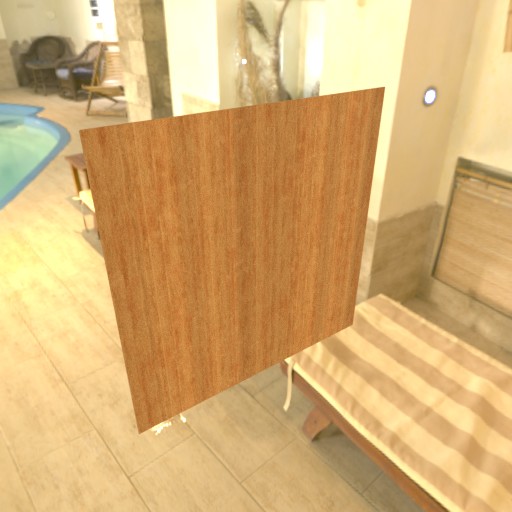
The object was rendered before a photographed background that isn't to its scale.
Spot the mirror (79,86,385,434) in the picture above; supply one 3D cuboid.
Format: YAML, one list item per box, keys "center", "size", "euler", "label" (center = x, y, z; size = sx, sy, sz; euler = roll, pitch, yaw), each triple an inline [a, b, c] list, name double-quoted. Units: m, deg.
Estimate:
- center: [0.000, 0.000, 0.973]
  size: [0.651, 0.651, 0.047]
  euler: [-19, 35, -30]
  label: "mirror"
